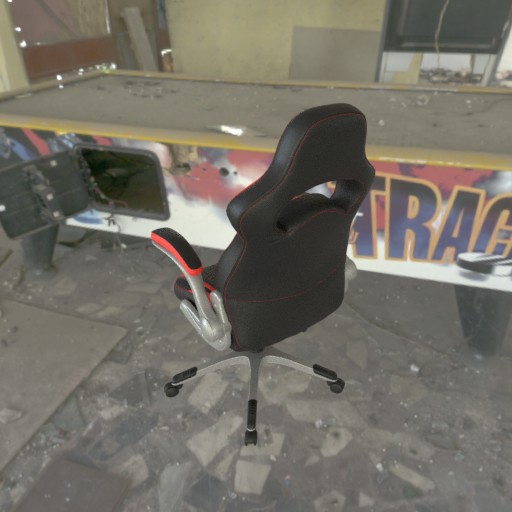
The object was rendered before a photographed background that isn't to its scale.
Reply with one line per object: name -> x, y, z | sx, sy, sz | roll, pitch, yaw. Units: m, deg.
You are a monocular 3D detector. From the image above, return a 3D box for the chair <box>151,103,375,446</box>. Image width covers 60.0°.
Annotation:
chair -> 0.000, 0.000, 1.609 | 0.758, 1.165, 0.712 | -20, 36, -30
